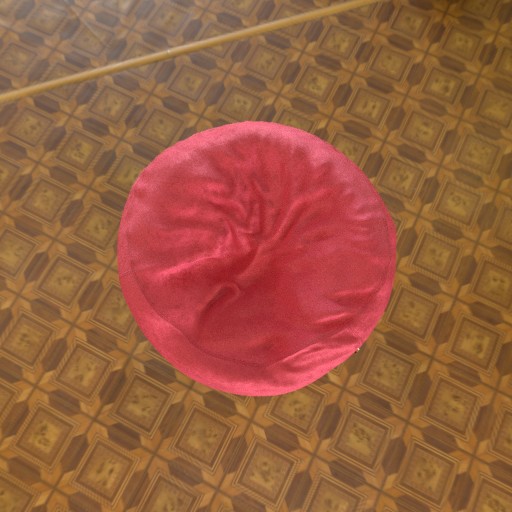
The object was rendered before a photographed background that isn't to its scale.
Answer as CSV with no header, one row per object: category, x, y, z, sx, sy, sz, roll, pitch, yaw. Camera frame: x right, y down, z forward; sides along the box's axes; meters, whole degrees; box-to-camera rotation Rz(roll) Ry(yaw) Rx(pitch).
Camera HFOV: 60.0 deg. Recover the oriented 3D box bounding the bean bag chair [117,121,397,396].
bean bag chair,0.000,0.000,2.015,1.218,0.788,1.218,0,74,0
